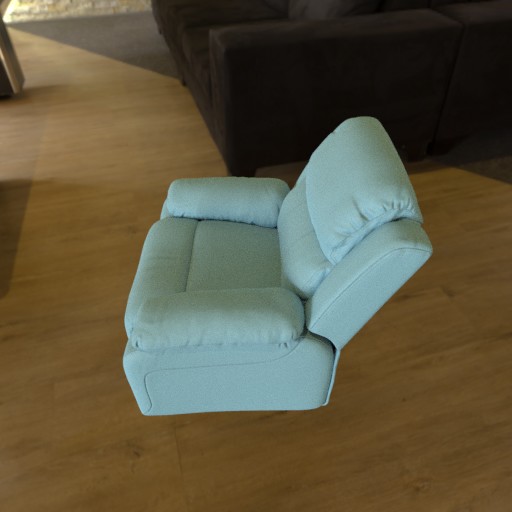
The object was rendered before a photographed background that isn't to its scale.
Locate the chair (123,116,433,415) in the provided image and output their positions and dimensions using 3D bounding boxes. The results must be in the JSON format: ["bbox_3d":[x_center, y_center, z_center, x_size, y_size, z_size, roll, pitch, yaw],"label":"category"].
[{"bbox_3d":[0.000,0.000,1.259,0.709,0.702,0.680,0,41,0],"label":"chair"}]
